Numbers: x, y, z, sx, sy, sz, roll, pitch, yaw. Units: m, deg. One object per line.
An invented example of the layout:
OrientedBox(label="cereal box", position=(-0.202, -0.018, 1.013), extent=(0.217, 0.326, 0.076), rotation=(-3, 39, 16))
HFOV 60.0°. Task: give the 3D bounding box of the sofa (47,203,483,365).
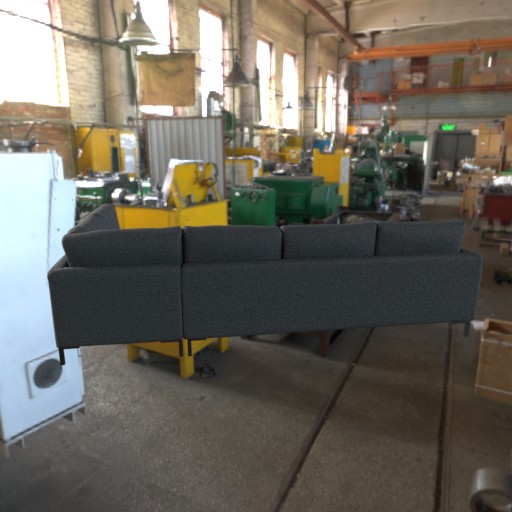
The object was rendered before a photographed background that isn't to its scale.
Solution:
OrientedBox(label="sofa", position=(0.000, 0.000, 3.883), extent=(2.975, 0.858, 1.984), rotation=(-2, 14, -9))
